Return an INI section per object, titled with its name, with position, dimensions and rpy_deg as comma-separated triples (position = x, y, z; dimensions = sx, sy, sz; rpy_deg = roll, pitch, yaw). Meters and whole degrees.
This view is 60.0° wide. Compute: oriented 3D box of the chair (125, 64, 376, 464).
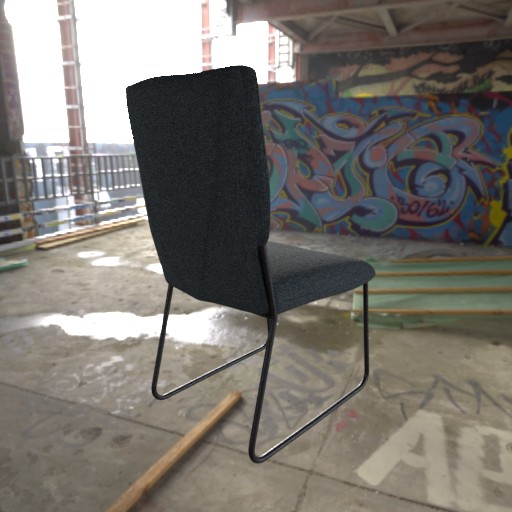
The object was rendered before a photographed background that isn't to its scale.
[chair]
position = 0.000, 0.000, 1.287
dimensions = 0.480, 0.931, 0.635
rpy_deg = 13, 19, 41
